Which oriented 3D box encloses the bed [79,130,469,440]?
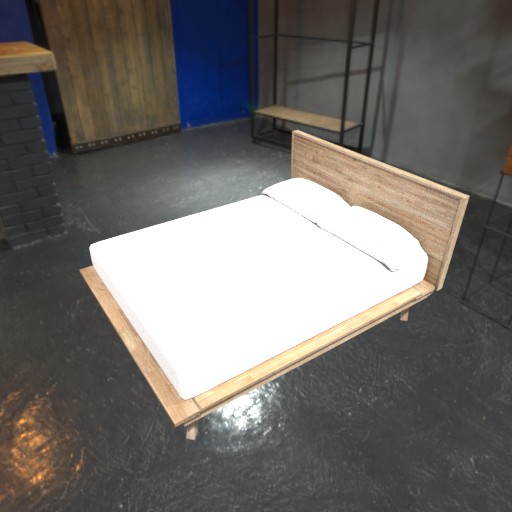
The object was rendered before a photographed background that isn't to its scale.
[{"bbox_3d":[0.000,0.000,3.242,2.145,1.071,1.759,-20,37,-29],"label":"bed"}]
